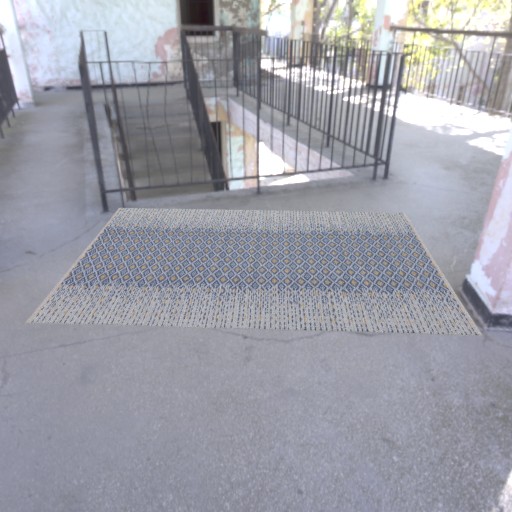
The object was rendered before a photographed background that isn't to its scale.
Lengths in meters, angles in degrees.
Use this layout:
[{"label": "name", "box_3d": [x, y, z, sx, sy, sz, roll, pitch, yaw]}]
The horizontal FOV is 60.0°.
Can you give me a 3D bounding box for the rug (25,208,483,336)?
[{"label": "rug", "box_3d": [0.000, 0.000, 2.301, 1.828, 0.005, 1.219, 1, 29, 2]}]
